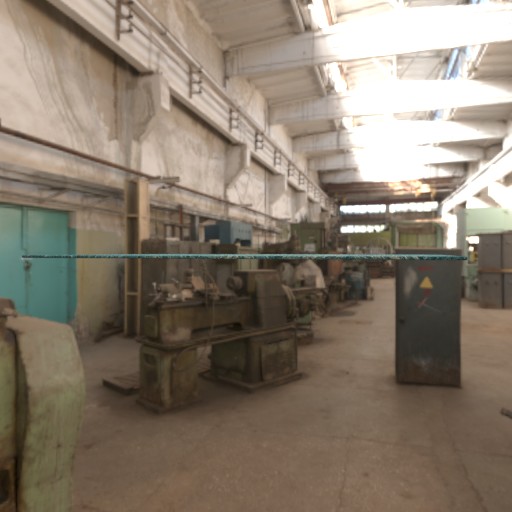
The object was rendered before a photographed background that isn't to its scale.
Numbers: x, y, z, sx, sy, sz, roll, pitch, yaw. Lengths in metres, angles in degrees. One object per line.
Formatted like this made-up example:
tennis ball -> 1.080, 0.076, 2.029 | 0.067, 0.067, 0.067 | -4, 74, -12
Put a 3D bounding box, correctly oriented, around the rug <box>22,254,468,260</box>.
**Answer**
rug -> 0.000, 0.000, 2.831 | 2.277, 0.015, 1.490 | 0, 1, 19
